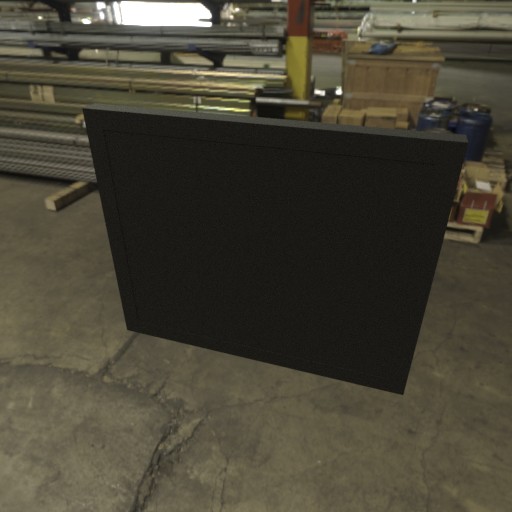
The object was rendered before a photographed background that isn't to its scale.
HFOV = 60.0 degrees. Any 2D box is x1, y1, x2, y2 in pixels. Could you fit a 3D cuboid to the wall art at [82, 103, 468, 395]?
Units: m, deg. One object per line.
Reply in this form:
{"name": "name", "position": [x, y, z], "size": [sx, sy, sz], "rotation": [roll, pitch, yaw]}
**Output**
{"name": "wall art", "position": [0.000, 0.000, 0.543], "size": [0.404, 0.329, 0.024], "rotation": [10, 33, 15]}
